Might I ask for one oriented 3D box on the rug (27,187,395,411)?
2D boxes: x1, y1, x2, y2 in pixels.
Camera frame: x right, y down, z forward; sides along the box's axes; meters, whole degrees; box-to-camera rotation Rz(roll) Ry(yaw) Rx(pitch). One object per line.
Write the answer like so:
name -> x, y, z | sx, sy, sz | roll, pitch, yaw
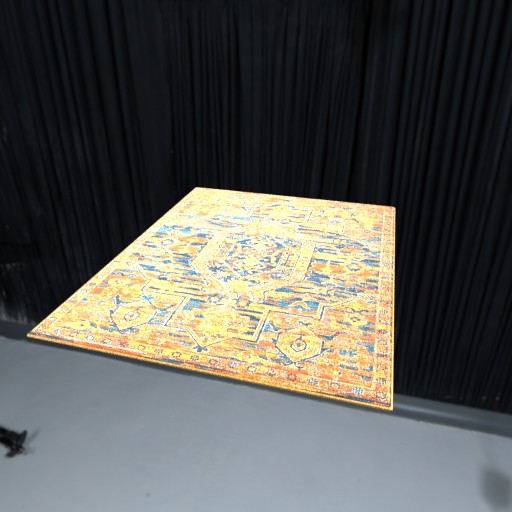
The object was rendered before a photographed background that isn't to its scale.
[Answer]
rug -> 0.000, 0.000, 4.042 | 2.435, 0.031, 3.040 | 8, 30, 14
